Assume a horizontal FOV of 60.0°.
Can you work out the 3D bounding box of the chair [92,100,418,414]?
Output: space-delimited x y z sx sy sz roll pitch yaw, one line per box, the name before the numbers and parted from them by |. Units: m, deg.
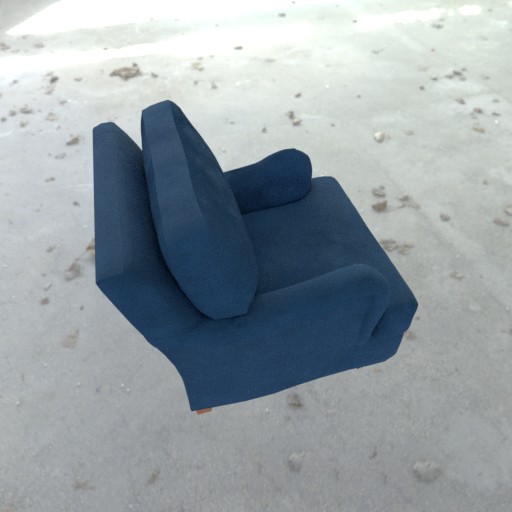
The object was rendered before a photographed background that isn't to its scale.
chair | 0.000 0.000 1.827 1.078 1.076 0.895 -11 46 -11
